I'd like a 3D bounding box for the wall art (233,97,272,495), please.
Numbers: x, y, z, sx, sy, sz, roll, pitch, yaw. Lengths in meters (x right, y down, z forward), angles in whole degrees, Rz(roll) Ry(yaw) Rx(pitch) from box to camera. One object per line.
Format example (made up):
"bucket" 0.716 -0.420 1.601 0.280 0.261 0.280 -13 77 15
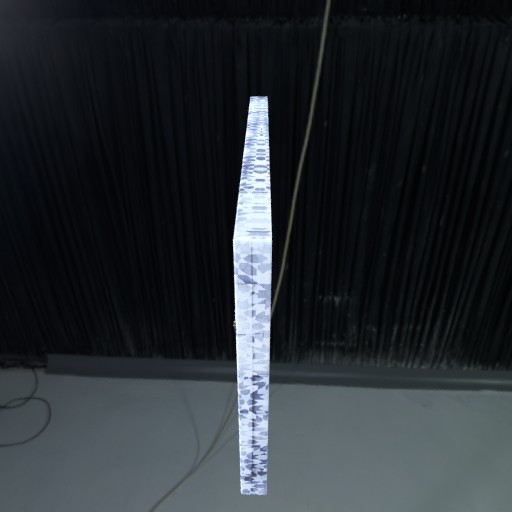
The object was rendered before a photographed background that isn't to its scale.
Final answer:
"wall art" 0.000 0.000 1.147 0.057 0.608 0.911 0 31 1
